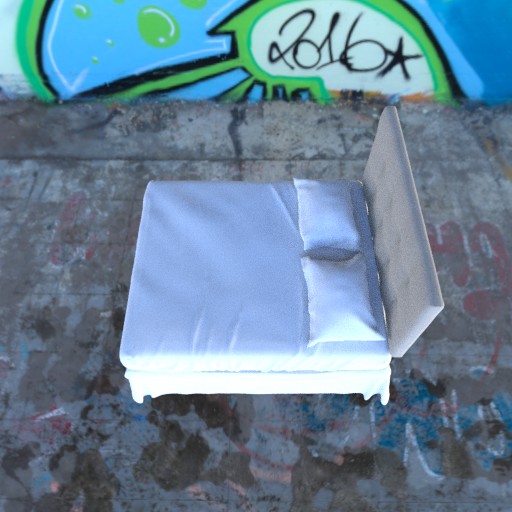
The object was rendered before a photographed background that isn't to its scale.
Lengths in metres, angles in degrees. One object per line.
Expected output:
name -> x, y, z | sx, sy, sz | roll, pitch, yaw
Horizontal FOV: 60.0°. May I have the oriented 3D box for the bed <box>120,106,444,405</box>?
bed -> 0.000, 0.000, 3.480 | 2.222, 1.577, 1.936 | 0, 59, 0
